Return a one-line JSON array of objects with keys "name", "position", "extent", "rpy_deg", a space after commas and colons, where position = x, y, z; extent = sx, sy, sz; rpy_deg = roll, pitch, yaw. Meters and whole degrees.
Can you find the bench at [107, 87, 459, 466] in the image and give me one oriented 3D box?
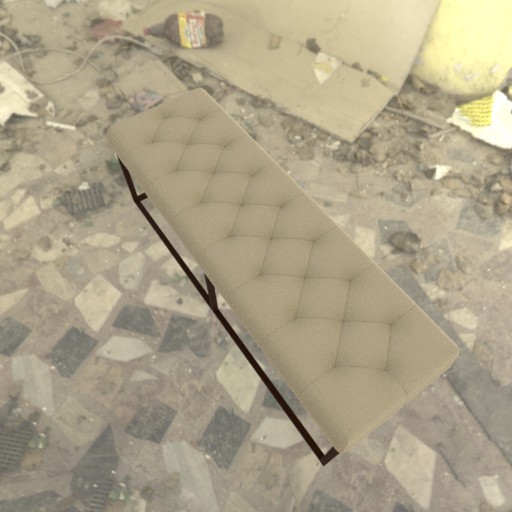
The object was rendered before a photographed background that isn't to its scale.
[{"name": "bench", "position": [0.000, 0.000, 1.740], "extent": [0.479, 0.488, 1.488], "rpy_deg": [-31, 63, -18]}]
